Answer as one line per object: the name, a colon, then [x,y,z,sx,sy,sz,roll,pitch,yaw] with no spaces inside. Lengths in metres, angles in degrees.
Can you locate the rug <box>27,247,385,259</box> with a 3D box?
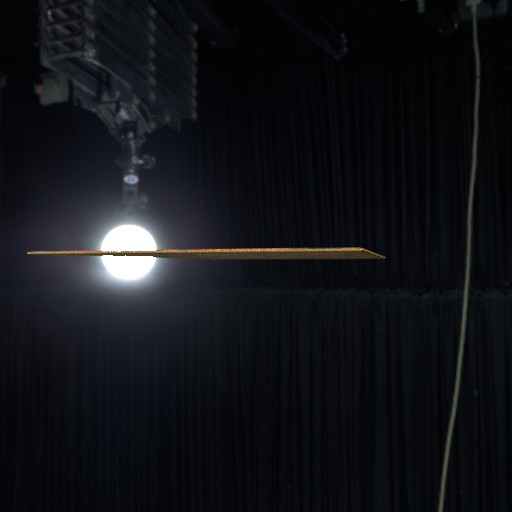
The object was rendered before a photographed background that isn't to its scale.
rug: [0.000,0.000,3.819,2.043,0.019,2.916,0,-1,18]
